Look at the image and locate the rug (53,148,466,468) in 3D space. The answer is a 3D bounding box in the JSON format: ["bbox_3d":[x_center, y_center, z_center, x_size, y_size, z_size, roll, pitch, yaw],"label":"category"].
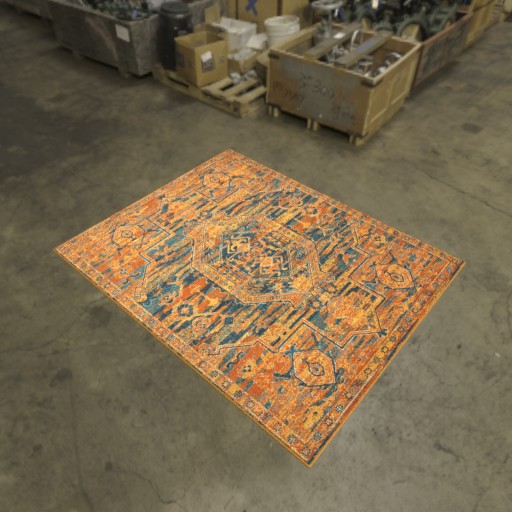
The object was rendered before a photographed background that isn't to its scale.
[{"bbox_3d":[0.000,0.000,4.162,3.040,0.031,2.435,32,52,28],"label":"rug"}]
